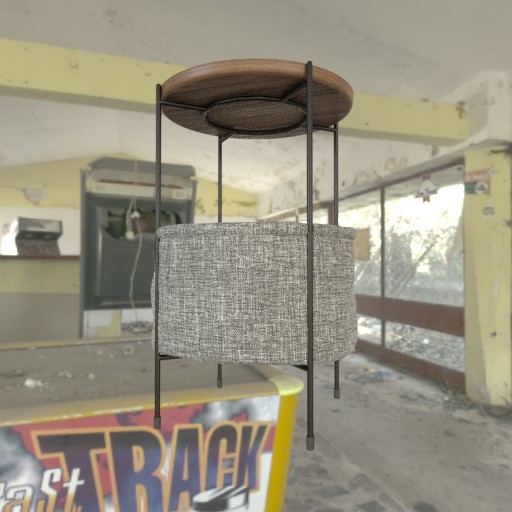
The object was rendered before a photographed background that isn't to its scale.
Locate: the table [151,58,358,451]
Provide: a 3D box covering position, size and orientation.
[{"bbox_3d":[0.000,0.000,0.891,0.400,0.623,0.400,0,-1,19],"label":"table"}]
